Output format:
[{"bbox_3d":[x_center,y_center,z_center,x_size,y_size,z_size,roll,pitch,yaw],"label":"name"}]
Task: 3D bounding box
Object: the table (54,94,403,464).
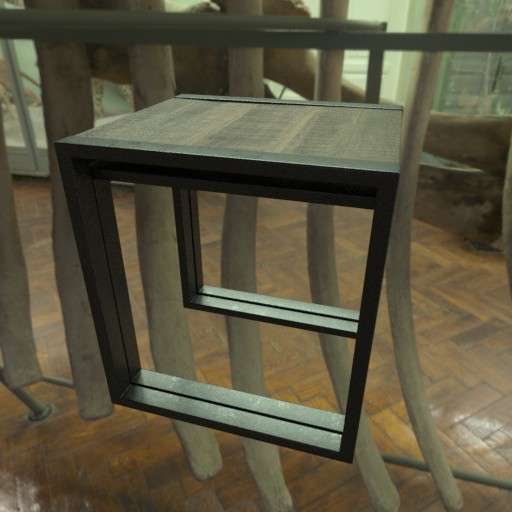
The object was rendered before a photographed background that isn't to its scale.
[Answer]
[{"bbox_3d":[0.000,0.000,0.920,0.500,0.550,0.449,8,30,14],"label":"table"}]
